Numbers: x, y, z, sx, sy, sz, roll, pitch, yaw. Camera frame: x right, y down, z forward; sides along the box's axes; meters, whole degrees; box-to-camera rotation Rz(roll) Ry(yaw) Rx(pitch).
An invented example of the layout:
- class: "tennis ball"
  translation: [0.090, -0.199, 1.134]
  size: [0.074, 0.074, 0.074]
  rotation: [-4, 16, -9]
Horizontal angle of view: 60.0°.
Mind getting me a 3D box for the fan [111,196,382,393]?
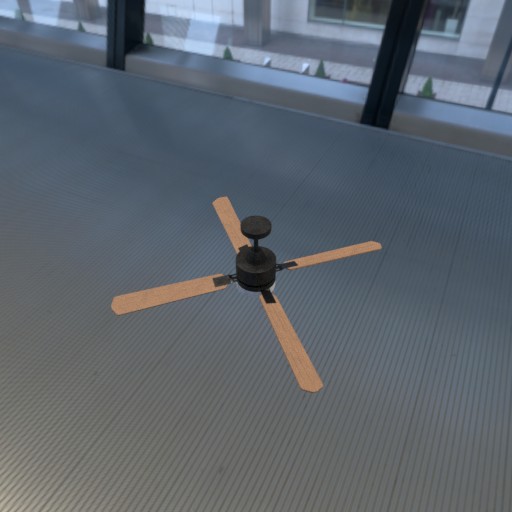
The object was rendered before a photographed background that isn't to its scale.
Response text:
- class: "fan"
  translation: [0.000, 0.000, 2.003]
  size: [1.320, 0.355, 1.320]
  rotation: [-13, 43, -14]
